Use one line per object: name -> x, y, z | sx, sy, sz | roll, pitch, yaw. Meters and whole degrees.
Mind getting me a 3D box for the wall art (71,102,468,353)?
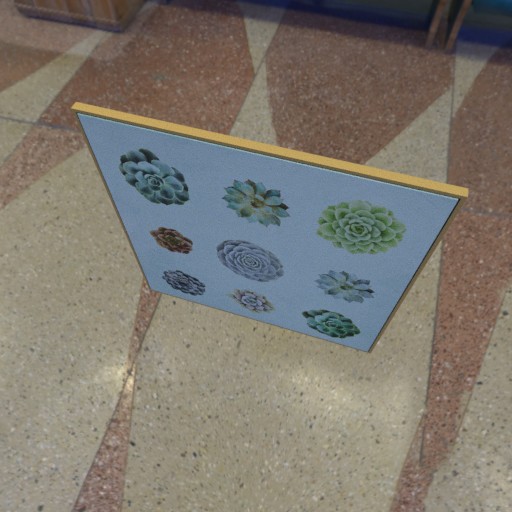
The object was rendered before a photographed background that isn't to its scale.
wall art -> 0.000, 0.000, 0.684 | 0.457, 0.455, 0.013 | 15, 59, 9
